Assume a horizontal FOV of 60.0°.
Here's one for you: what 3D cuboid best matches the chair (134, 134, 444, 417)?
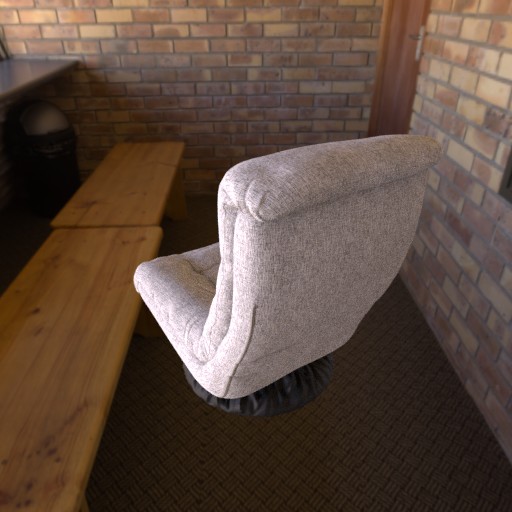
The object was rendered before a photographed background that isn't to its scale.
[{"bbox_3d":[0.000,0.000,0.955,0.400,0.600,0.583,-19,35,-29],"label":"chair"}]
